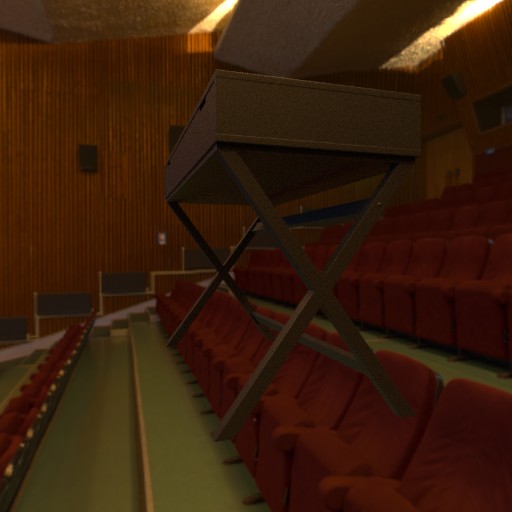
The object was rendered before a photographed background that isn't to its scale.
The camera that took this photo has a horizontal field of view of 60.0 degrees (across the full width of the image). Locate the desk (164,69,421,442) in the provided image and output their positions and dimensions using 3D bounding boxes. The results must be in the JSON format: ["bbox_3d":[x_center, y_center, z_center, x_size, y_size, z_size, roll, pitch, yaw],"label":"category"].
[{"bbox_3d":[0.000,0.000,1.499,0.504,0.780,1.057,0,0,-17],"label":"desk"}]
